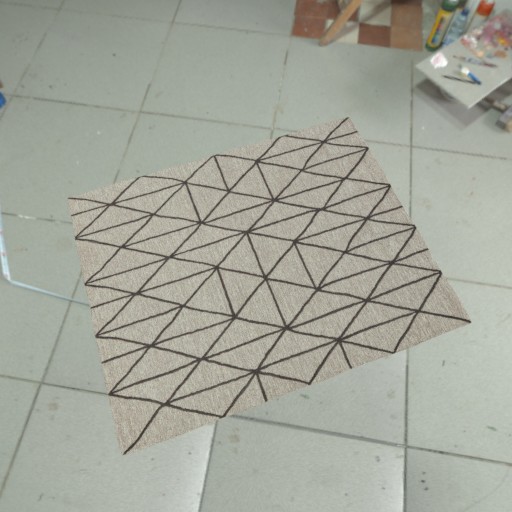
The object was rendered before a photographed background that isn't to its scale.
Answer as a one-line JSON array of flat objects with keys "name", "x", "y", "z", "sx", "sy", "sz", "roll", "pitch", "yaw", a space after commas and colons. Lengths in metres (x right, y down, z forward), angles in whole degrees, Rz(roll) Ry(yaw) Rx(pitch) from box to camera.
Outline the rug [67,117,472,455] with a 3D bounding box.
[{"name": "rug", "x": 0.000, "y": 0.000, "z": 4.054, "sx": 3.061, "sy": 0.022, "sz": 2.468, "roll": -18, "pitch": 66, "yaw": -9}]
